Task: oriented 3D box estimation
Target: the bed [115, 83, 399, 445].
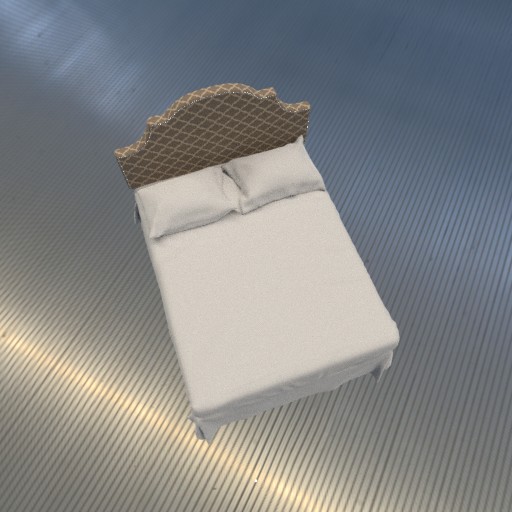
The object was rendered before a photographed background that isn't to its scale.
[{"bbox_3d":[0.000,0.000,3.420,1.780,1.633,2.222,-17,64,-8],"label":"bed"}]
